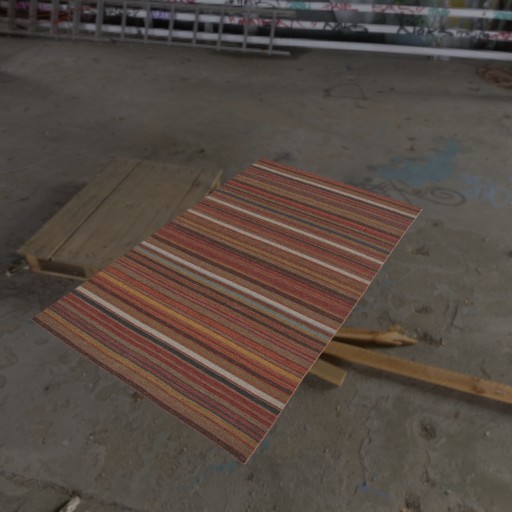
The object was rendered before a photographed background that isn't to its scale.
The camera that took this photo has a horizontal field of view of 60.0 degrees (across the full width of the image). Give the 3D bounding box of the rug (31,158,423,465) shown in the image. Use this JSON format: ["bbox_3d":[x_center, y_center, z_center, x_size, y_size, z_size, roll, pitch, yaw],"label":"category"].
[{"bbox_3d":[0.000,0.000,3.035,1.523,0.008,2.438,23,45,26],"label":"rug"}]
